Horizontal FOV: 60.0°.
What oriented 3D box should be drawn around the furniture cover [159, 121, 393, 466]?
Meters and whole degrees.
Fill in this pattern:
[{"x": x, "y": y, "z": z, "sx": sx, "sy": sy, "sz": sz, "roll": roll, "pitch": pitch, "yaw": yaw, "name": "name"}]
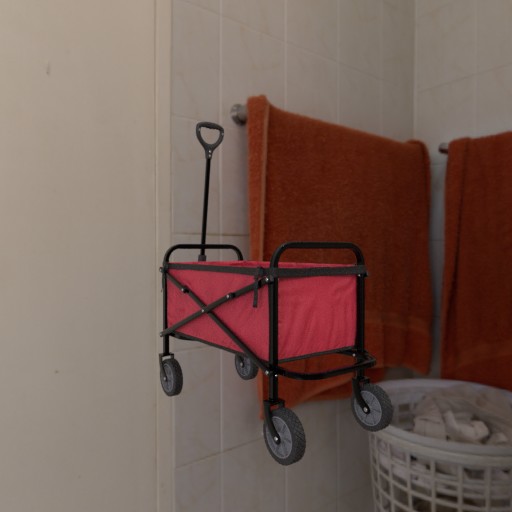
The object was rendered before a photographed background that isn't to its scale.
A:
[{"x": 0.000, "y": 0.000, "z": 1.873, "sx": 0.532, "sy": 1.295, "sz": 1.038, "roll": -1, "pitch": 1, "yaw": -37, "name": "furniture cover"}]
